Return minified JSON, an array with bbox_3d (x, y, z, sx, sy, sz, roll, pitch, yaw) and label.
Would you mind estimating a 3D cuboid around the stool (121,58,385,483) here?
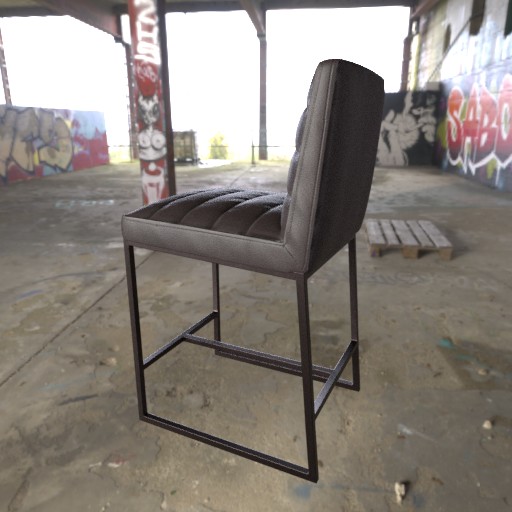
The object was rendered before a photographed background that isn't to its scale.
[{"bbox_3d":[0.000,0.000,1.221,0.562,0.946,0.463,8,19,25],"label":"stool"}]
